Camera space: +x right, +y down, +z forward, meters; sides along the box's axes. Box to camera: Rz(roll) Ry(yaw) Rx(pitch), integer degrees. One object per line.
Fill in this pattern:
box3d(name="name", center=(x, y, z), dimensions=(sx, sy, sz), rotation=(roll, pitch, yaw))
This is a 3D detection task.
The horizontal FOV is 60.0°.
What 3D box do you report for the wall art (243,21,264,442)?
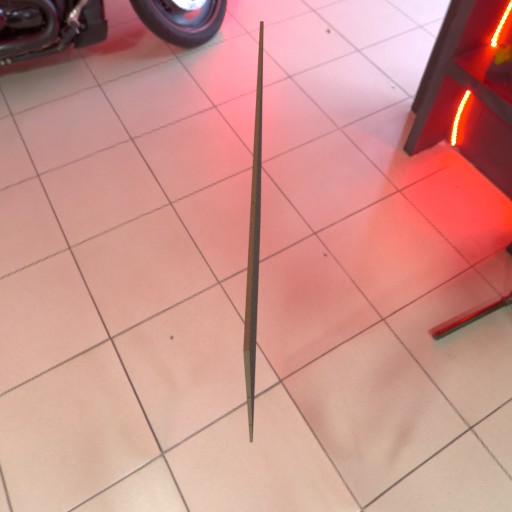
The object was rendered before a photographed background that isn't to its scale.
box3d(name="wall art", center=(0.000, 0.000, 2.232), dimensions=(0.017, 1.521, 1.527), rotation=(2, 59, 1))
